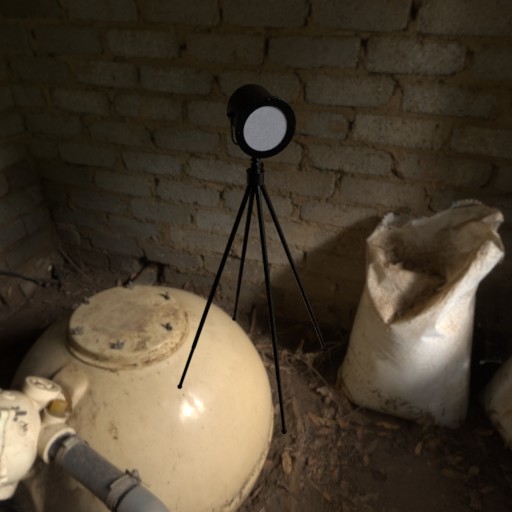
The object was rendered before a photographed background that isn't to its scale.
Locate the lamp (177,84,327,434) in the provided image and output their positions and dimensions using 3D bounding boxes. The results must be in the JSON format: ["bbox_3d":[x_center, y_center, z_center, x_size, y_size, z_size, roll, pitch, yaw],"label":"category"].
[{"bbox_3d":[0.000,0.000,2.068,0.879,1.504,0.884,-10,34,-16],"label":"lamp"}]
